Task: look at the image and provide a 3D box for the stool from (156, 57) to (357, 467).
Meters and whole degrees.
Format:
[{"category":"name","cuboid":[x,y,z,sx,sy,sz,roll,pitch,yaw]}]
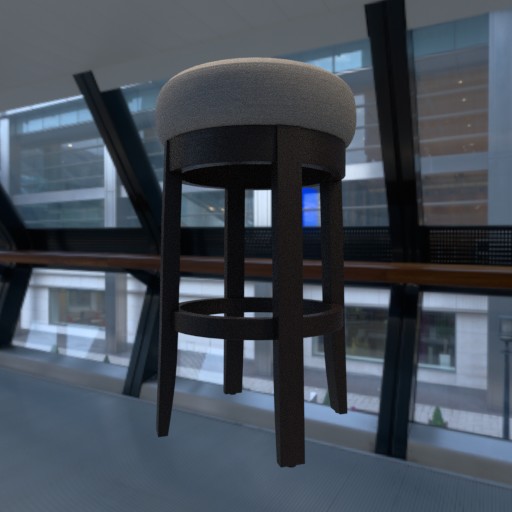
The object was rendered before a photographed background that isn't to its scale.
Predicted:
[{"category":"stool","cuboid":[0.000,0.000,1.004,0.443,0.757,0.443,0,1,0]}]
